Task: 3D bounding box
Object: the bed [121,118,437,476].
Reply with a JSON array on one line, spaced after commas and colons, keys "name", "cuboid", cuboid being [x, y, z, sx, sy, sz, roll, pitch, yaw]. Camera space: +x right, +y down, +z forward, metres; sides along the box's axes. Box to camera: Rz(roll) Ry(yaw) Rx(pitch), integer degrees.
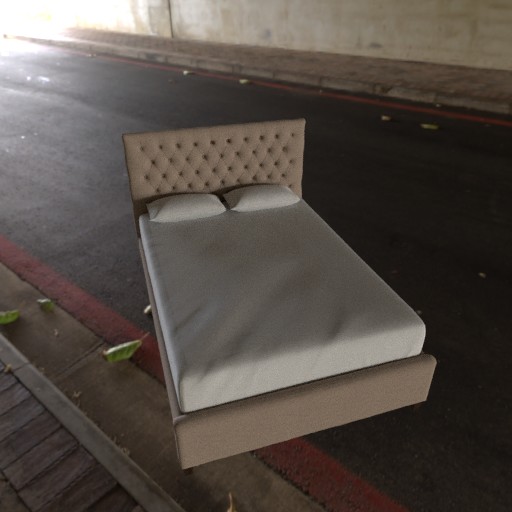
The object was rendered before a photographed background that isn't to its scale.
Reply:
[{"name": "bed", "cuboid": [0.000, 0.000, 3.429, 1.698, 1.427, 2.387, -9, 33, -15]}]
